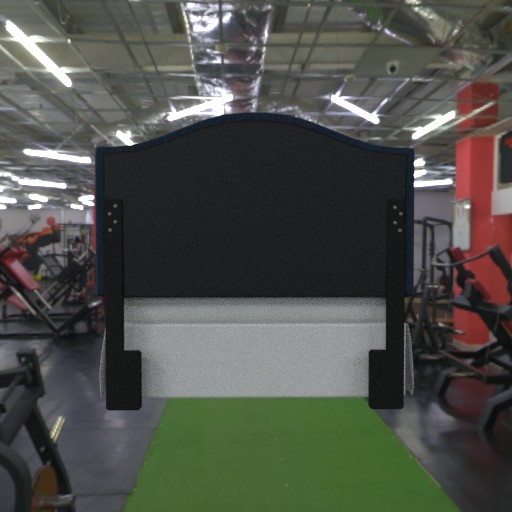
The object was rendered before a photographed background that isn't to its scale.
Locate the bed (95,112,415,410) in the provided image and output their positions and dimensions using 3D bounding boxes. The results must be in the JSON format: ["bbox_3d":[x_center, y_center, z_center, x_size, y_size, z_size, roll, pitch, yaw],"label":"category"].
[{"bbox_3d":[0.000,0.000,3.315,1.725,1.518,2.153,0,1,-1],"label":"bed"}]
